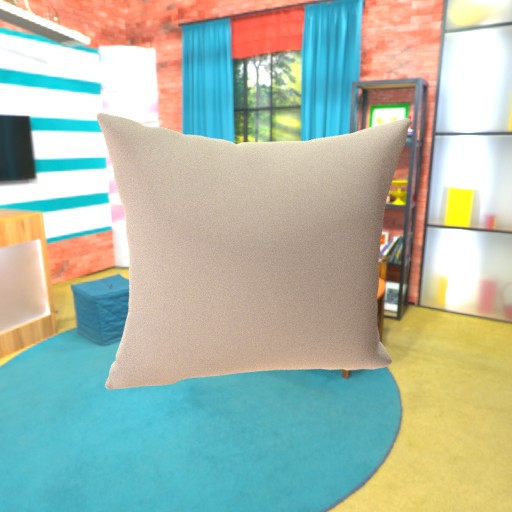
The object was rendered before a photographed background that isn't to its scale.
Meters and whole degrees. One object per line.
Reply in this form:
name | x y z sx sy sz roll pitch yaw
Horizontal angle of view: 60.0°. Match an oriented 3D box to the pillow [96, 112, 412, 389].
pillow | 0.000 0.000 0.798 0.560 0.487 0.229 -2 14 -9
